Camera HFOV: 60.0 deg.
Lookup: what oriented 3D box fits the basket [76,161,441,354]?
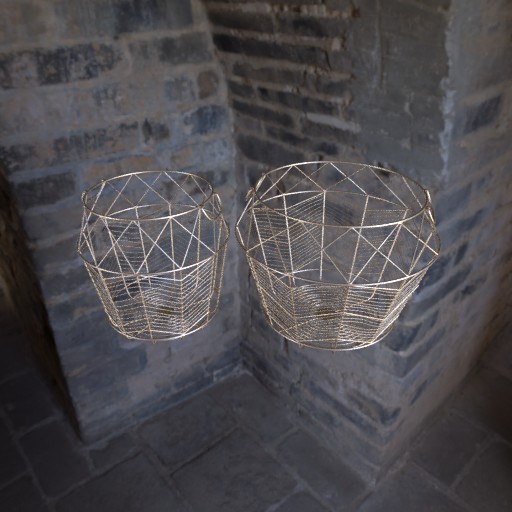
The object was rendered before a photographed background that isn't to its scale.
[{"bbox_3d":[0.000,0.000,1.039,0.805,0.343,0.451,1,31,1],"label":"basket"}]
